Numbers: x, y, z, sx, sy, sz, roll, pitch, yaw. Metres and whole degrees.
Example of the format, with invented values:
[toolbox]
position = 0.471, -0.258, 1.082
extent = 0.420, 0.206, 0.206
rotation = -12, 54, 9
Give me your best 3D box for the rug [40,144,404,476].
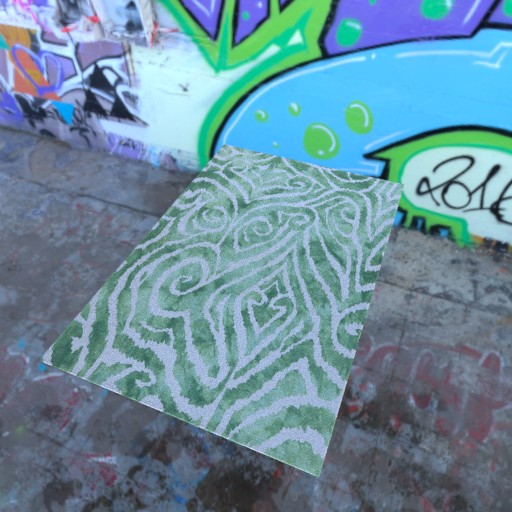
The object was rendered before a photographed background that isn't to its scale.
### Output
[rug]
position = 0.000, 0.000, 2.293
extent = 1.220, 0.006, 1.826
rotation = 16, 48, 15
